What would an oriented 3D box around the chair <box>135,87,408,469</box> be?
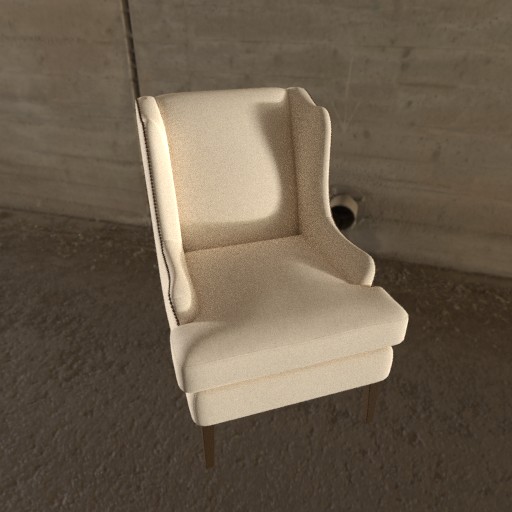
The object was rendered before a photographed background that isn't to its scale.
[{"bbox_3d":[0.000,0.000,1.642,0.737,1.029,0.940,-9,32,-15],"label":"chair"}]
